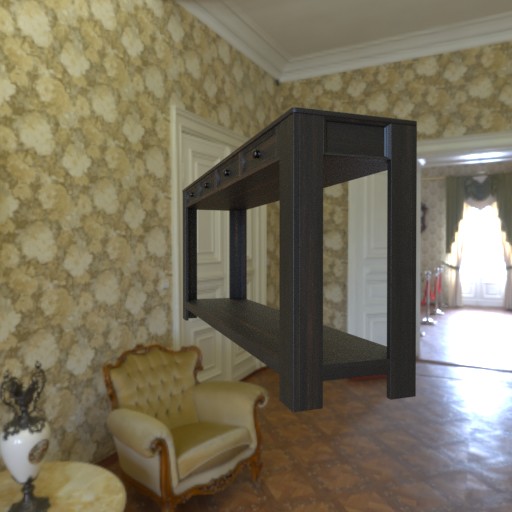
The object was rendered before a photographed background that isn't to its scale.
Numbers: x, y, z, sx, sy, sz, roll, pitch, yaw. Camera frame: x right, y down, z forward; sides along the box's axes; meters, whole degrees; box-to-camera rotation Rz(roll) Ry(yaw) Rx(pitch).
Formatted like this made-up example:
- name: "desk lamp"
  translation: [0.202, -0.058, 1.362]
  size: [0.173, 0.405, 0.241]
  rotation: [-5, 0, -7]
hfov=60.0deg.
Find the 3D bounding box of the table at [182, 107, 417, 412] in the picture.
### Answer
- name: "table"
  translation: [0.000, 0.000, 1.933]
  size: [0.384, 0.762, 1.631]
  rotation: [0, 1, -19]
